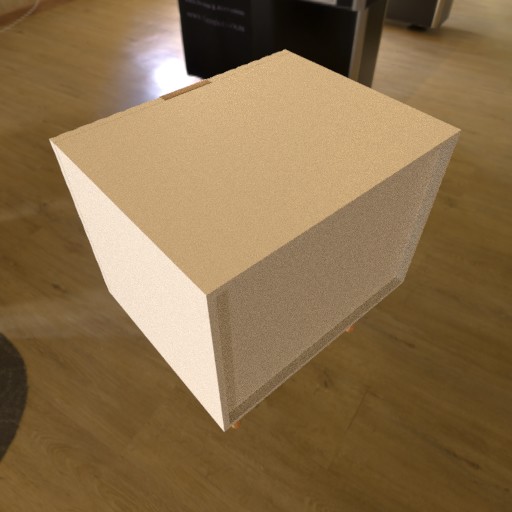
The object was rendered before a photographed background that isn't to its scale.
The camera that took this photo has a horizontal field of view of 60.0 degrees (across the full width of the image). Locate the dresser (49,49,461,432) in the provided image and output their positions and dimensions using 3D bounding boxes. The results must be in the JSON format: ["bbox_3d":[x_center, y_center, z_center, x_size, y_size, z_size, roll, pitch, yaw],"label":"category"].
[{"bbox_3d":[0.000,0.000,0.903,0.503,0.568,0.414,-33,55,-26],"label":"dresser"}]
